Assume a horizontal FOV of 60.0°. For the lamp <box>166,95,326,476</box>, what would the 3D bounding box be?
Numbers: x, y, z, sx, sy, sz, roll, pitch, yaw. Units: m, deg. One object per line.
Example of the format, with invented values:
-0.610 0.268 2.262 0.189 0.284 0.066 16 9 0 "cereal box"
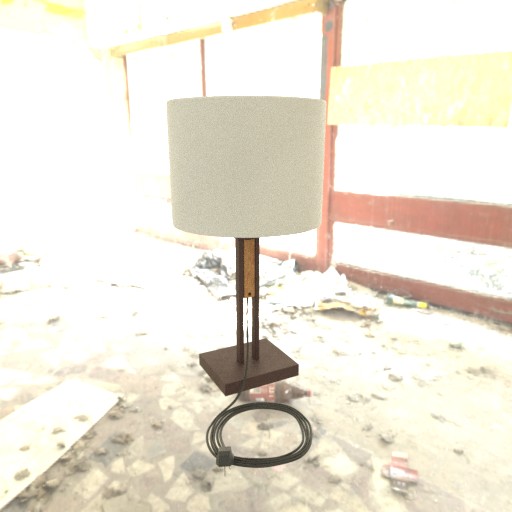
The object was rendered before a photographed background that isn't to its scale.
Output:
0.000 0.000 1.000 0.396 0.668 0.525 -8 17 -27 "lamp"
